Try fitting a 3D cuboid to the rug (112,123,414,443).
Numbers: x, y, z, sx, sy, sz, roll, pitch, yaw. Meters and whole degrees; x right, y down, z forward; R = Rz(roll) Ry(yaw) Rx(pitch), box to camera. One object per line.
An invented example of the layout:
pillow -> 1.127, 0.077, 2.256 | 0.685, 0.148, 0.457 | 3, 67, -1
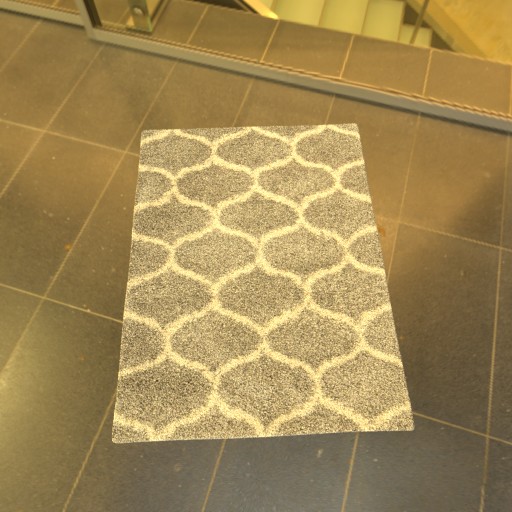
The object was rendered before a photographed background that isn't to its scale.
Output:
rug -> 0.000, 0.000, 2.108 | 1.200, 0.025, 1.600 | -2, 63, -1
